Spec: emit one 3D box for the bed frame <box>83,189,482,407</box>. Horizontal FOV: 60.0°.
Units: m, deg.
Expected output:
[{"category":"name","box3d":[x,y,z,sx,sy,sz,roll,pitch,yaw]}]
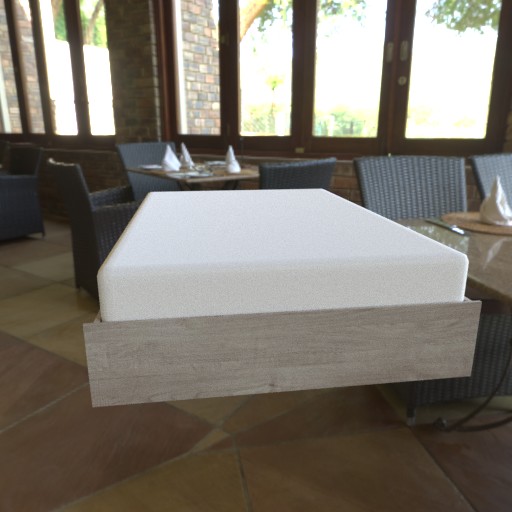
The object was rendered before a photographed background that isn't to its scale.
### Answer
[{"category":"bed frame","box3d":[0.000,0.000,2.519,1.445,0.497,1.945,-2,16,-8]}]
